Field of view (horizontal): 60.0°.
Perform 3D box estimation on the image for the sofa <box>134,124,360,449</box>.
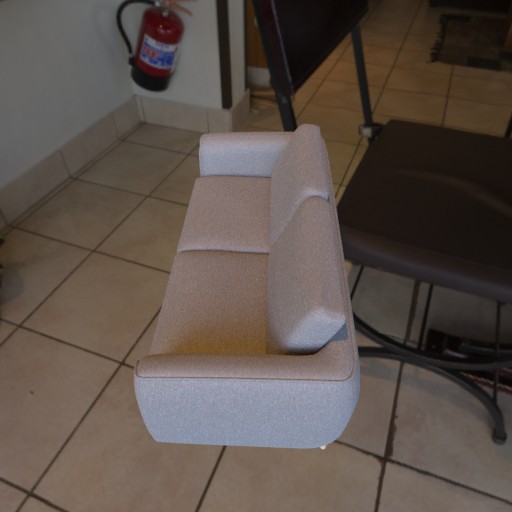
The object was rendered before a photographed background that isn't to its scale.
[{"bbox_3d":[0.000,0.000,2.527,0.920,0.870,2.000,2,42,2],"label":"sofa"}]
